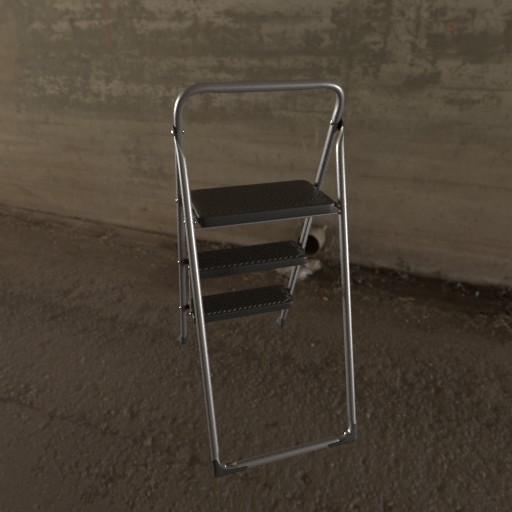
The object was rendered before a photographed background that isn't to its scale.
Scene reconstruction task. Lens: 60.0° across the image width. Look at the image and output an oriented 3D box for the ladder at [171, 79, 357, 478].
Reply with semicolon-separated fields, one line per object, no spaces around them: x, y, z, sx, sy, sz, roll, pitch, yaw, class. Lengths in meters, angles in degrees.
0.000;0.000;1.259;0.430;0.945;0.629;-8;28;-15;ladder
